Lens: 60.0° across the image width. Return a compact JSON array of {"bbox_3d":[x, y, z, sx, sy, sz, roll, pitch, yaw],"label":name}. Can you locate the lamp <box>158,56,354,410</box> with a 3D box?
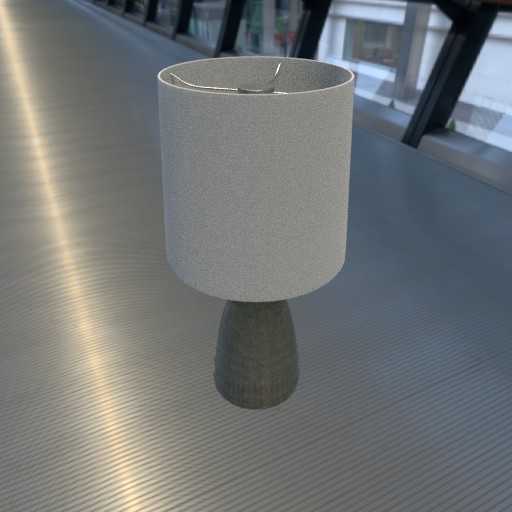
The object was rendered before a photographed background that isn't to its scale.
[{"bbox_3d":[0.000,0.000,0.474,0.186,0.369,0.186,0,33,0],"label":"lamp"}]
